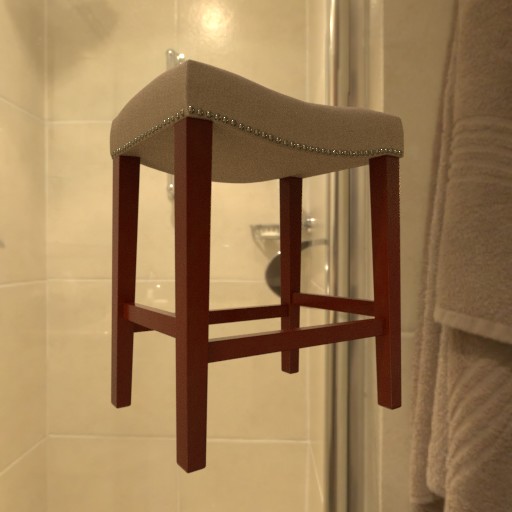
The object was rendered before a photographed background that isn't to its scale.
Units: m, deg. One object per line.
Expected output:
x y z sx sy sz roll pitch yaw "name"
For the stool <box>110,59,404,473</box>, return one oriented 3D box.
0.000 0.000 0.934 0.509 0.632 0.375 0 0 -35 "stool"
